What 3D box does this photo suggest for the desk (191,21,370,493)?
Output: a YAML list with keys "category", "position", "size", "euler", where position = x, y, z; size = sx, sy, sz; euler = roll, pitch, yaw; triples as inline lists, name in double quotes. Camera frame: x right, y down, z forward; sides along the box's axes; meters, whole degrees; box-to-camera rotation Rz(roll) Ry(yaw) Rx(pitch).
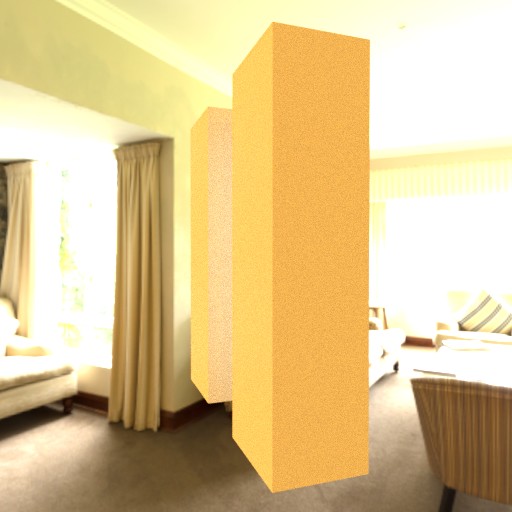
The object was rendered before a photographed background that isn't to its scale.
- category: "desk"
  position: [0.000, 0.000, 2.794]
  size: [0.480, 2.000, 1.770]
  euler: [0, 1, -20]
